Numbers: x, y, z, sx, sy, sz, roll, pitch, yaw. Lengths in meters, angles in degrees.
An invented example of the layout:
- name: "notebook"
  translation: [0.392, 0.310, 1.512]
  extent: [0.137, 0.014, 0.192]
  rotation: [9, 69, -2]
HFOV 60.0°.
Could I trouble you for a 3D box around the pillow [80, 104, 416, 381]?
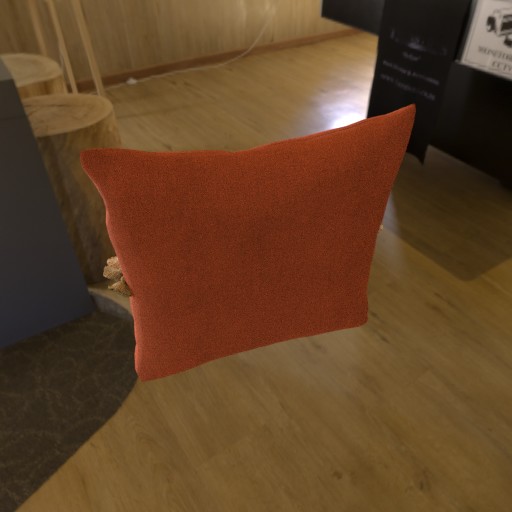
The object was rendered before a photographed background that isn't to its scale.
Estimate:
- name: "pillow"
  translation: [0.000, 0.000, 0.751]
  extent: [0.490, 0.482, 0.165]
  rotation: [-12, 43, -13]
